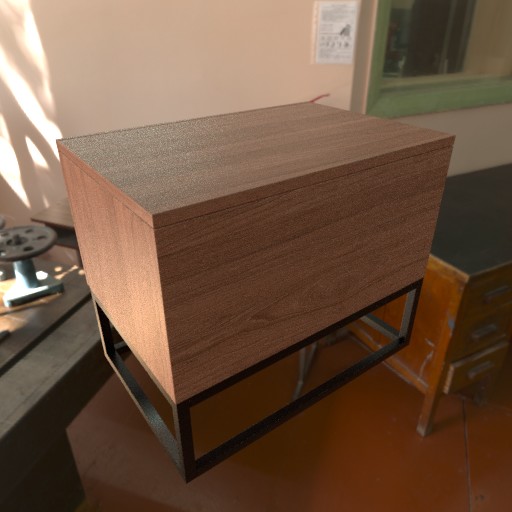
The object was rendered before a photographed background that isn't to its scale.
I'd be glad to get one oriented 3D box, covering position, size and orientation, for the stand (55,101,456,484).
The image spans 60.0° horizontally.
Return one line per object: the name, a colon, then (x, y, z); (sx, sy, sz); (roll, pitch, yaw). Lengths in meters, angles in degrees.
stand: (0.000, 0.000, 0.928); (0.600, 0.500, 0.420); (-20, 35, -31)
